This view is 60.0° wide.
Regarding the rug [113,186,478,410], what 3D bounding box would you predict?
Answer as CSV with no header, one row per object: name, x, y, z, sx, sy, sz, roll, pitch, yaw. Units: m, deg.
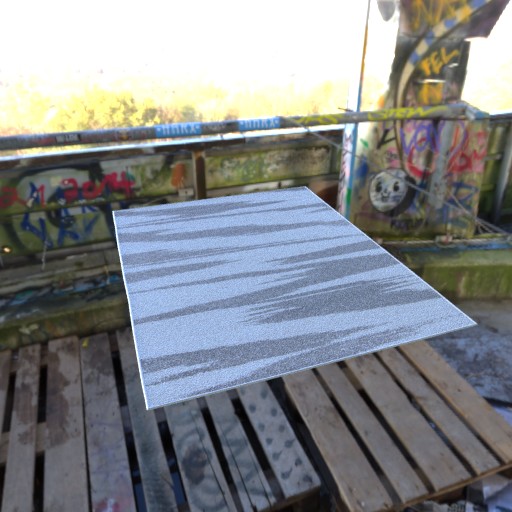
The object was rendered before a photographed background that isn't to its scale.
rug,0.000,0.000,4.048,2.353,0.014,2.945,-10,31,-17
